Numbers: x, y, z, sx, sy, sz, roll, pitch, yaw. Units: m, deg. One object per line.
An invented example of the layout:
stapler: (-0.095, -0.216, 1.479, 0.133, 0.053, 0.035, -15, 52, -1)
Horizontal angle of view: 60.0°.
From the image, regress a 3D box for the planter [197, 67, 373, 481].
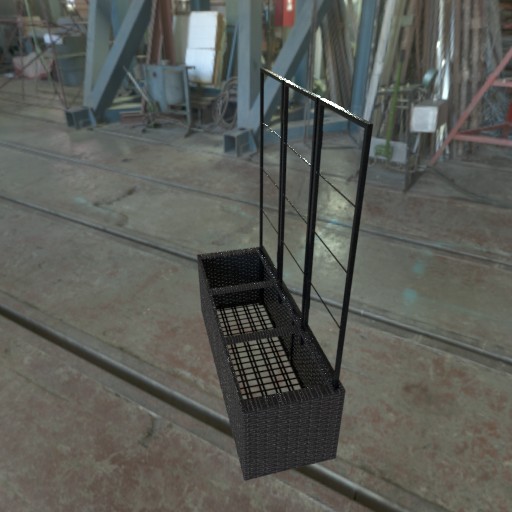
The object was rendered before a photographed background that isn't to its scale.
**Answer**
planter: (0.000, 0.000, 1.182, 0.244, 0.841, 0.699, -8, 31, -13)
